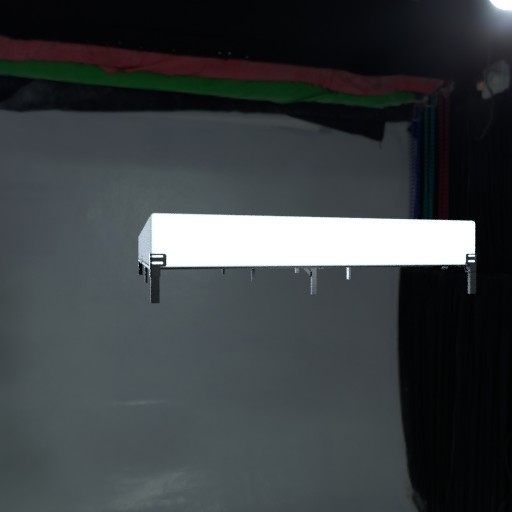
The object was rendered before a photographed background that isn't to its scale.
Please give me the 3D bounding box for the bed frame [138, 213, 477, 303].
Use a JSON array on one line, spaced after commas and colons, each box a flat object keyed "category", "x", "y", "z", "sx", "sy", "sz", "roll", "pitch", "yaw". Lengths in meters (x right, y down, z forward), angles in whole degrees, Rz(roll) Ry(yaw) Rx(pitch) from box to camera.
[{"category": "bed frame", "x": 0.000, "y": 0.000, "z": 3.846, "sx": 1.930, "sy": 0.440, "sz": 2.987, "roll": 0, "pitch": 0, "yaw": -16}]
